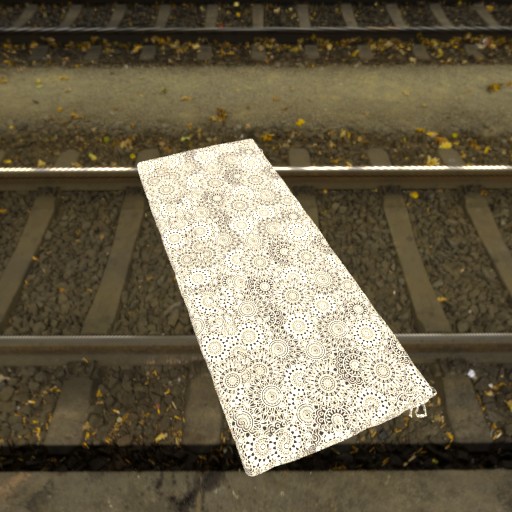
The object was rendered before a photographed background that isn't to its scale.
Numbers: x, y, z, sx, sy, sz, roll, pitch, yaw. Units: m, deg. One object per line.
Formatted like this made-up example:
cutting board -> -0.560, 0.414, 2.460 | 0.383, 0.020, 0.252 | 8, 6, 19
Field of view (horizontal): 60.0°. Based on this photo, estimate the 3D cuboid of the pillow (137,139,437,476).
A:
pillow -> 0.000, 0.000, 1.330 | 0.492, 0.081, 1.187 | -16, 49, -15
